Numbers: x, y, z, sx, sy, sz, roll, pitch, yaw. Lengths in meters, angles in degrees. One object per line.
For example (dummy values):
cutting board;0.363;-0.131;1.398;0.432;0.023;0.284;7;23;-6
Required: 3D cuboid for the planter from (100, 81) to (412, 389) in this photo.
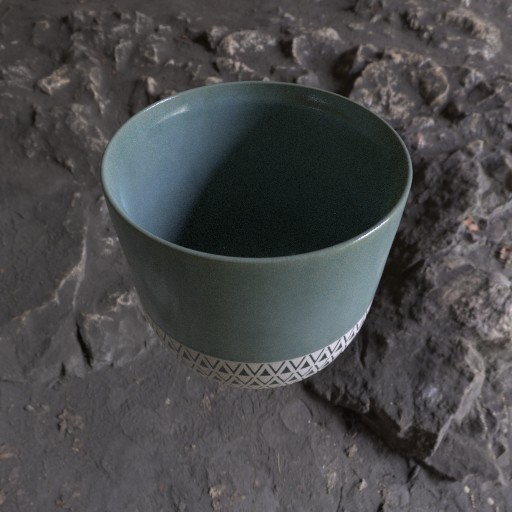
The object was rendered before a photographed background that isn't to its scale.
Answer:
planter;0.000;0.000;0.484;0.266;0.270;0.266;0;47;0
